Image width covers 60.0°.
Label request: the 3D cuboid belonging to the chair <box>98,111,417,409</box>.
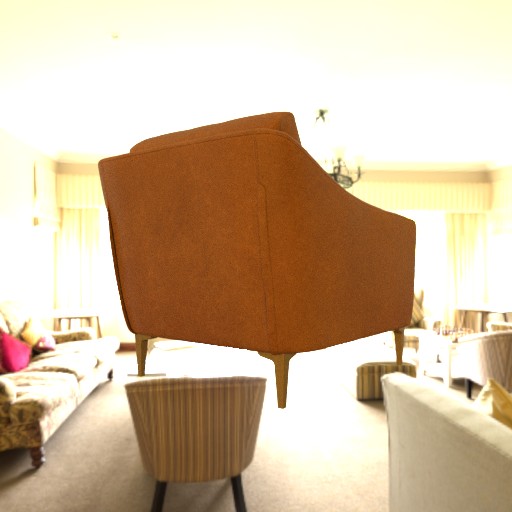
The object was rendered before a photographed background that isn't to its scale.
[{"bbox_3d":[0.000,0.000,1.732,0.988,0.895,0.963,0,0,35],"label":"chair"}]
